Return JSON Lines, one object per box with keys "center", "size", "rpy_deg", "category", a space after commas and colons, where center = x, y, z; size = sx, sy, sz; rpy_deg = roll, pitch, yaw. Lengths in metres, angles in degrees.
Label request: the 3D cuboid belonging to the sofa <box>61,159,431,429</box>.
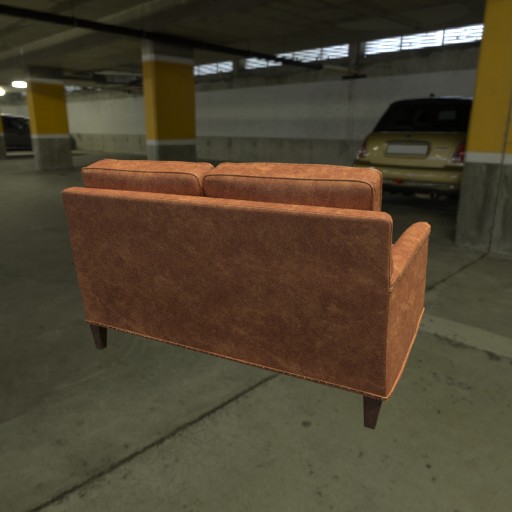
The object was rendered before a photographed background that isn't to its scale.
{"center": [0.000, 0.000, 2.280], "size": [1.597, 1.003, 1.084], "rpy_deg": [8, 18, 26], "category": "sofa"}
